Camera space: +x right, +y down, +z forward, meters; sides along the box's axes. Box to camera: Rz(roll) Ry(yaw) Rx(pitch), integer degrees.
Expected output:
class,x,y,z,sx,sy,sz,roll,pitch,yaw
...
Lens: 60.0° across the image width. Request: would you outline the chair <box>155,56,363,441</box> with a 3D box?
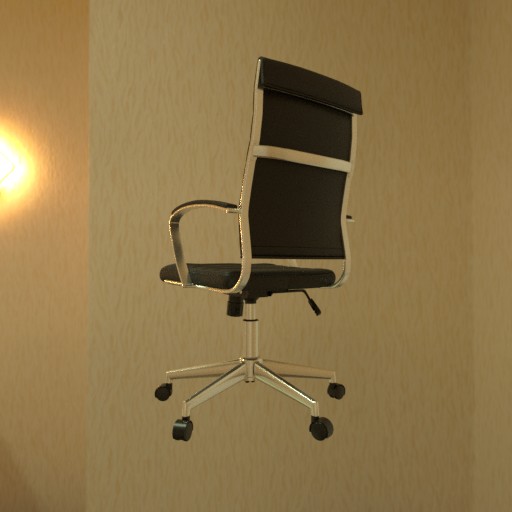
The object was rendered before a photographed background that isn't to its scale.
class,x,y,z,sx,sy,sz,roll,pitch,yaw
chair,0.000,0.000,1.655,0.766,1.149,0.739,1,-1,-37
